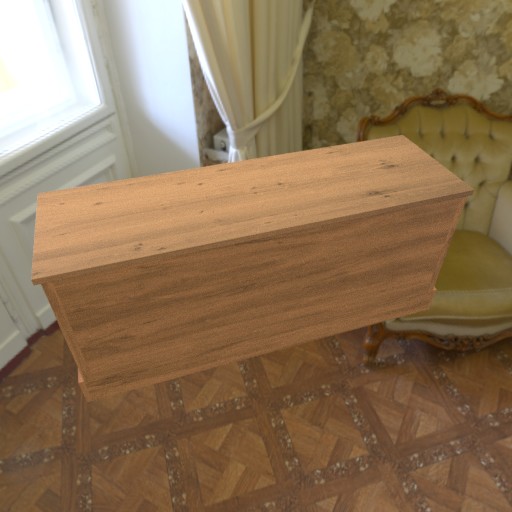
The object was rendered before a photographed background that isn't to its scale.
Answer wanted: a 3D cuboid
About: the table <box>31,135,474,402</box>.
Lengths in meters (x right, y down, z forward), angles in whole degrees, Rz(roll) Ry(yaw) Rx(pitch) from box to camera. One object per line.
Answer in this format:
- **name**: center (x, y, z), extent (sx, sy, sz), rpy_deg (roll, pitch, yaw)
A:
- **table**: center (0.000, 0.000, 1.452), extent (1.200, 0.510, 0.400), rpy_deg (-12, 42, -14)
